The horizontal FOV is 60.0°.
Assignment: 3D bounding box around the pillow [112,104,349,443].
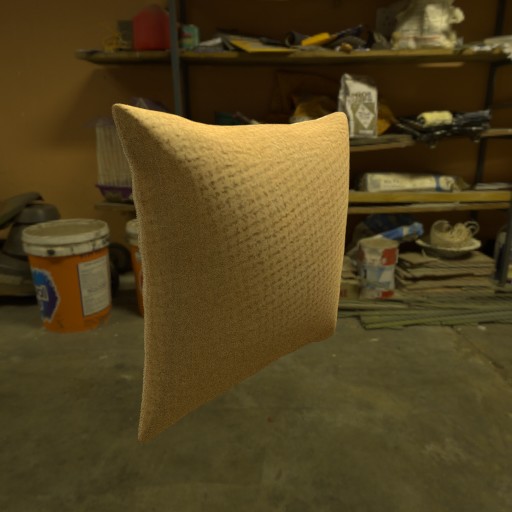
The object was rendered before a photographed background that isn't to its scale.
[{"bbox_3d":[0.000,0.000,0.645,0.173,0.407,0.419,16,23,42],"label":"pillow"}]
